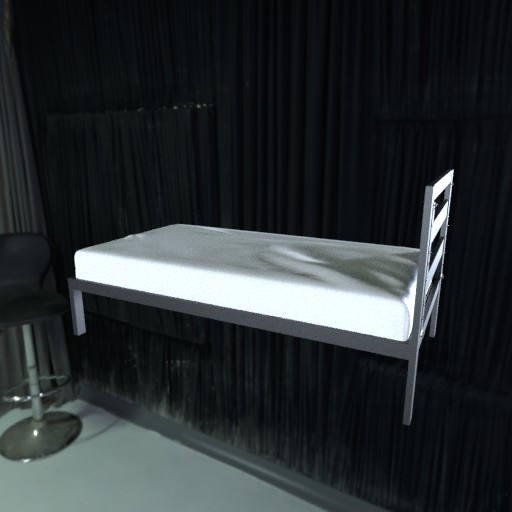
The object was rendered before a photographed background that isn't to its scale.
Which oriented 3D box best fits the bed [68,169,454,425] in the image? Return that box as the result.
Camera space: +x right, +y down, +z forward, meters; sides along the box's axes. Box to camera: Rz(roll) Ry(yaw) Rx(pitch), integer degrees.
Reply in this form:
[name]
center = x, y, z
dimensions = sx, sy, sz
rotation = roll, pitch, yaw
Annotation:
[bed]
center = 0.000, 0.000, 2.525
dimensions = 1.930, 0.967, 0.991
rotation = 7, 17, 26
